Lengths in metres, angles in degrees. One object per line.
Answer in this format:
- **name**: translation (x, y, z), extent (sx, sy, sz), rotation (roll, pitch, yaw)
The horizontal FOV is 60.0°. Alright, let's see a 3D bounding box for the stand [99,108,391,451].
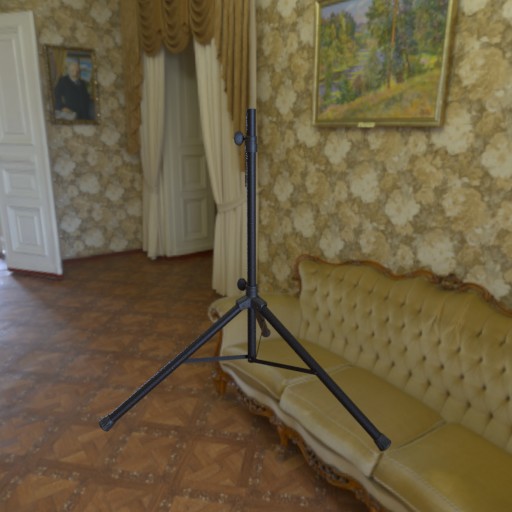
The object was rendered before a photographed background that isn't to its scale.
- **stand**: translation (0.000, 0.000, 1.826), extent (1.045, 1.136, 0.907), rotation (2, 15, 7)
